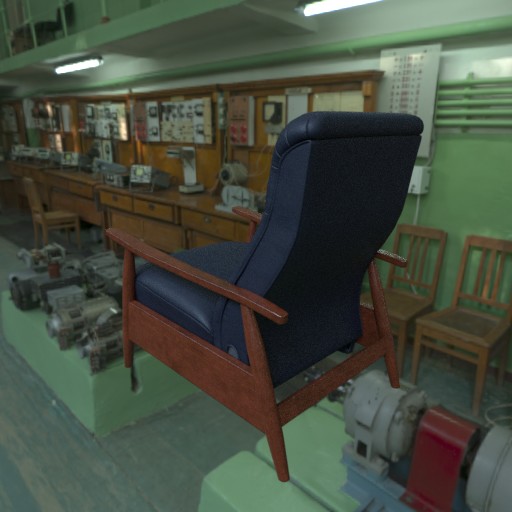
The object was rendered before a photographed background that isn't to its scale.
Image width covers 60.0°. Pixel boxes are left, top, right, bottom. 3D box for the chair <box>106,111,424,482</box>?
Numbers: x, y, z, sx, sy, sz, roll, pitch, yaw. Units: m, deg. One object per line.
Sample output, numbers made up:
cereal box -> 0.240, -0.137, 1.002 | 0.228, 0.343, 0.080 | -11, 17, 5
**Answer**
chair -> 0.000, 0.000, 1.771 | 1.014, 1.082, 0.762 | 16, 23, 43
